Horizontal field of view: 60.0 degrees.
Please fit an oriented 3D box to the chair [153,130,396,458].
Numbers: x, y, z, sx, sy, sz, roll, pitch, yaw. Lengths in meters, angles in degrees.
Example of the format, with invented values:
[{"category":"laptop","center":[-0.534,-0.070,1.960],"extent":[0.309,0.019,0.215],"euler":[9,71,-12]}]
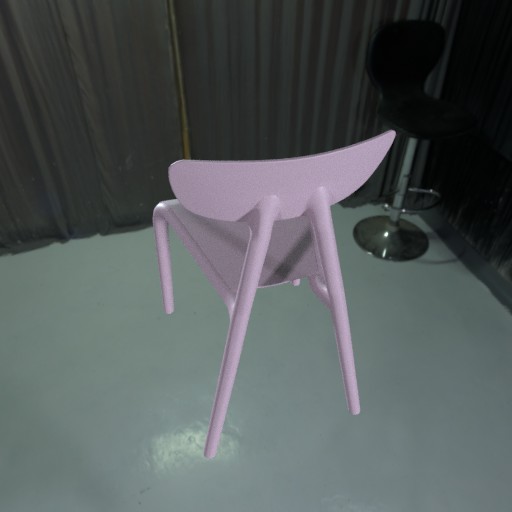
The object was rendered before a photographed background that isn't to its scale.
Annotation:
[{"category":"chair","center":[0.000,0.000,0.806],"extent":[0.356,0.580,0.401],"euler":[-11,42,-13]}]
